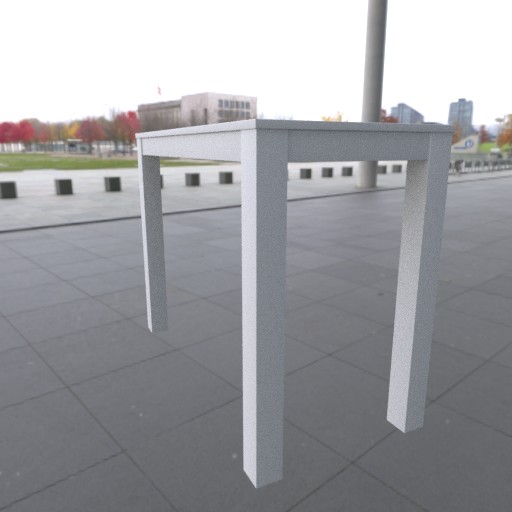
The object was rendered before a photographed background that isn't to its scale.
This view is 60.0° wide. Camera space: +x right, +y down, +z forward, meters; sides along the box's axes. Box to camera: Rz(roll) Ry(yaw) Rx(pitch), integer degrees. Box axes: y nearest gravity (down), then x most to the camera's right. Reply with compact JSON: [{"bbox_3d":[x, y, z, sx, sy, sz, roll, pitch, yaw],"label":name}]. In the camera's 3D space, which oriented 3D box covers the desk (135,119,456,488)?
[{"bbox_3d":[0.000,0.000,1.397,0.497,0.762,0.990,-7,15,-26],"label":"desk"}]
